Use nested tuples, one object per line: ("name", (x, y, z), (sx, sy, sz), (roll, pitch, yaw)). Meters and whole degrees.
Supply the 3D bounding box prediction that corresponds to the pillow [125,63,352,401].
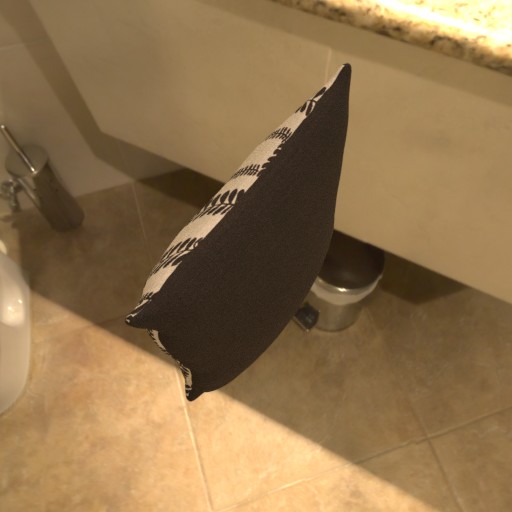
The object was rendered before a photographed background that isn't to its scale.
("pillow", (0.000, 0.000, 0.691), (0.182, 0.441, 0.440), (32, 67, 15))
